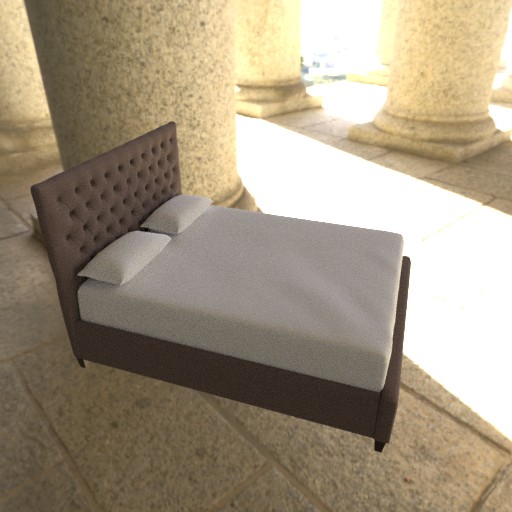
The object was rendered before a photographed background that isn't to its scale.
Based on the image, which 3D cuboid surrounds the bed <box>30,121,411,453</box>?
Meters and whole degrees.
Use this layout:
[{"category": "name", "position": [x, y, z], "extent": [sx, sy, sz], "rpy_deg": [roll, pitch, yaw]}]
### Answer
[{"category": "bed", "position": [0.000, 0.000, 3.275], "extent": [2.233, 1.426, 1.696], "rpy_deg": [10, 32, 17]}]
